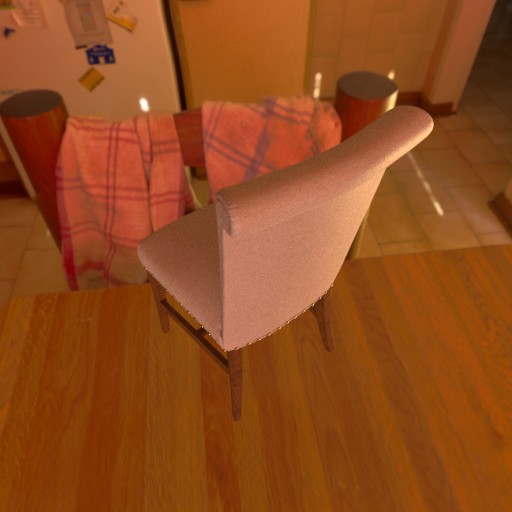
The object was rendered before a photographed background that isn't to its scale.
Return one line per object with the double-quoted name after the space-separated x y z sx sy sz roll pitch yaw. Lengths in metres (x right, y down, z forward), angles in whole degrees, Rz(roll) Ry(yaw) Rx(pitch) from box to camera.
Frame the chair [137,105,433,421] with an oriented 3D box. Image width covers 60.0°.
0.000 0.000 1.301 0.513 0.988 0.608 -30 54 -25 "chair"
